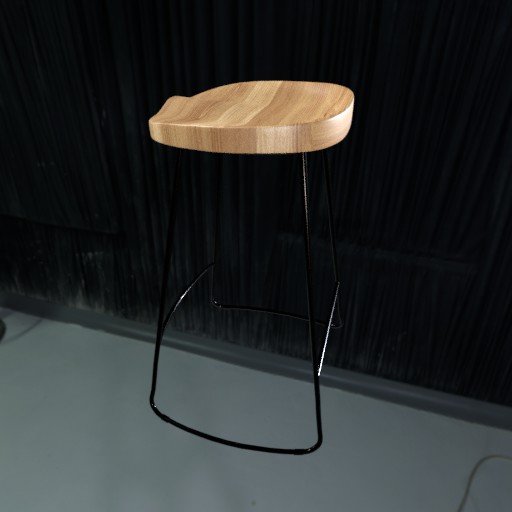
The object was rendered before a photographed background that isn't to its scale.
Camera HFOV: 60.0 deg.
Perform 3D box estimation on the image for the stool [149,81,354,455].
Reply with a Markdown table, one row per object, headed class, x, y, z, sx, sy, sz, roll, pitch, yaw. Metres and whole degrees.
| class | x | y | z | sx | sy | sz | roll | pitch | yaw |
| --- | --- | --- | --- | --- | --- | --- | --- | --- | --- |
| stool | 0.000 | 0.000 | 0.978 | 0.401 | 0.679 | 0.480 | 8 | 32 | 14 |
